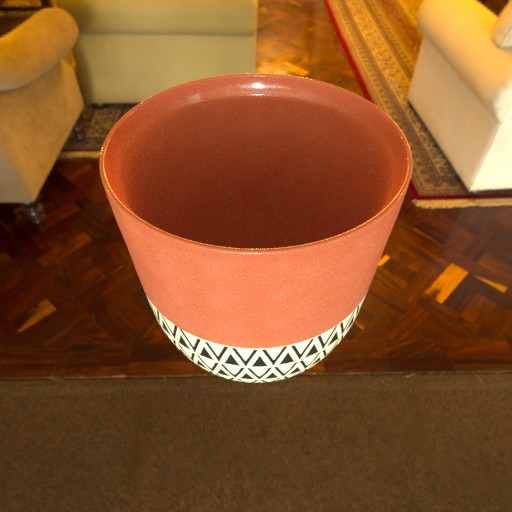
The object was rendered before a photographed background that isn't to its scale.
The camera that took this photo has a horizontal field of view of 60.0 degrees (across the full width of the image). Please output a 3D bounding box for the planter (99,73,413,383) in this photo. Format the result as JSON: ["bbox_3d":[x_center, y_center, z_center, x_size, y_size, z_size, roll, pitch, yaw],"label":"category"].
[{"bbox_3d":[0.000,0.000,0.361,0.195,0.214,0.195,0,47,0],"label":"planter"}]
